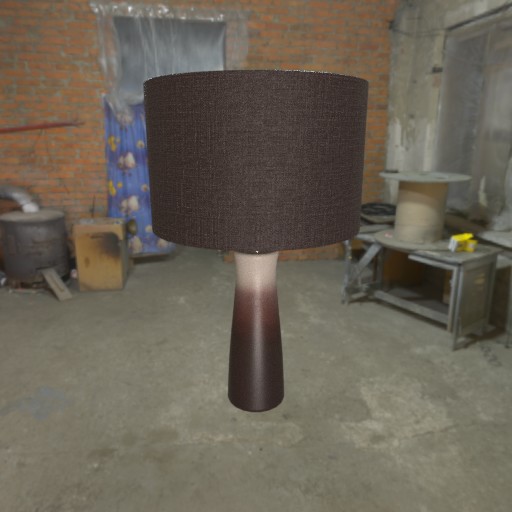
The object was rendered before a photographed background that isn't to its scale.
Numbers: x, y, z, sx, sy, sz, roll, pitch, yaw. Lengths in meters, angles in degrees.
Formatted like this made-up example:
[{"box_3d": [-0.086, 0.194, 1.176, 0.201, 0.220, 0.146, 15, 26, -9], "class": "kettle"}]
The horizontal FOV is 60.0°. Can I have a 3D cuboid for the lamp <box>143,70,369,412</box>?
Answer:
[{"box_3d": [0.000, 0.000, 0.676, 0.303, 0.488, 0.303, 0, 15, 0], "class": "lamp"}]
